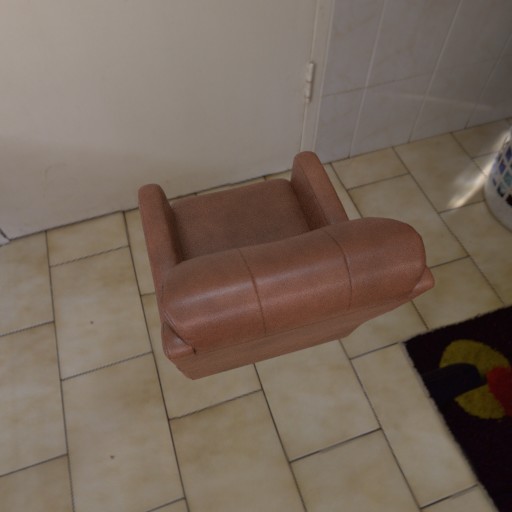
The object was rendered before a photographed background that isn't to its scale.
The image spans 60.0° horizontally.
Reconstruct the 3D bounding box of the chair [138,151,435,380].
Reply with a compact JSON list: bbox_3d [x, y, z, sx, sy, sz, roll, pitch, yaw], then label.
[{"bbox_3d":[0.000,0.000,1.679,0.787,1.016,0.939,-14,58,-9],"label":"chair"}]
